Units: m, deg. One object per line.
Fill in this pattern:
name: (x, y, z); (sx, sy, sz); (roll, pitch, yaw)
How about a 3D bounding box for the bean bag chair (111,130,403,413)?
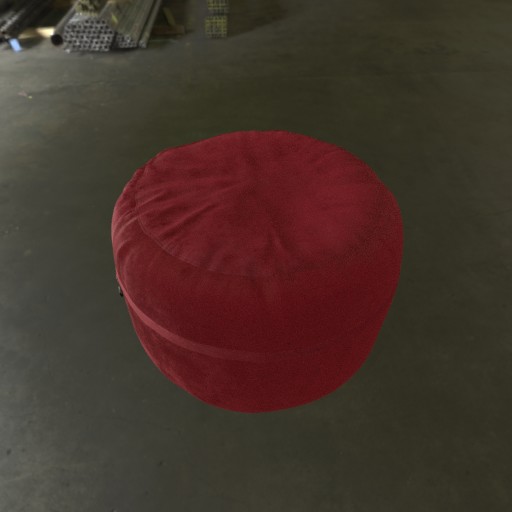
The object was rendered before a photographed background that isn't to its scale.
bean bag chair: (0.000, 0.000, 1.992); (1.219, 0.762, 1.219); (0, 42, 0)
